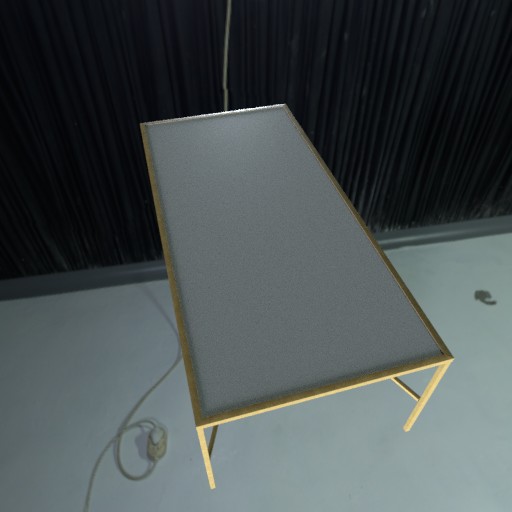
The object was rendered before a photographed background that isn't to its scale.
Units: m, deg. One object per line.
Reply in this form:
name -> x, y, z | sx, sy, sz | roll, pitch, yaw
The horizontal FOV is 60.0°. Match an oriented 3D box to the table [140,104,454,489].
table -> 0.000, 0.000, 1.475 | 0.580, 0.398, 1.206 | -11, 47, -11
